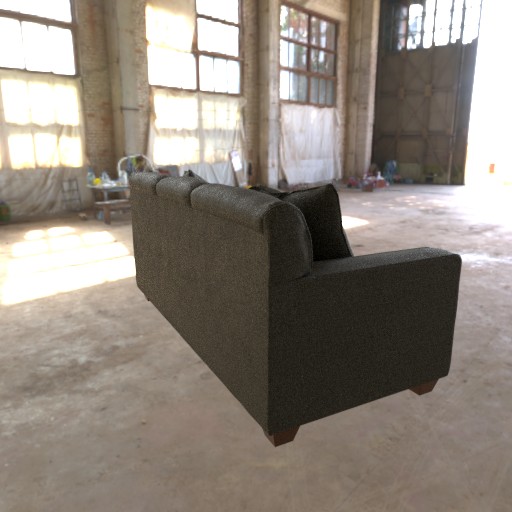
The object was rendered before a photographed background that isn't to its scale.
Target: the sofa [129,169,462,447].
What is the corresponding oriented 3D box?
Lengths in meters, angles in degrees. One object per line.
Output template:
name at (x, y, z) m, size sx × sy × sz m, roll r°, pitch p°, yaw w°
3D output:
sofa at (0.000, 0.000, 2.559) m, size 0.997 × 0.958 × 2.024 m, roll -7°, pitch 15°, yaw -27°
